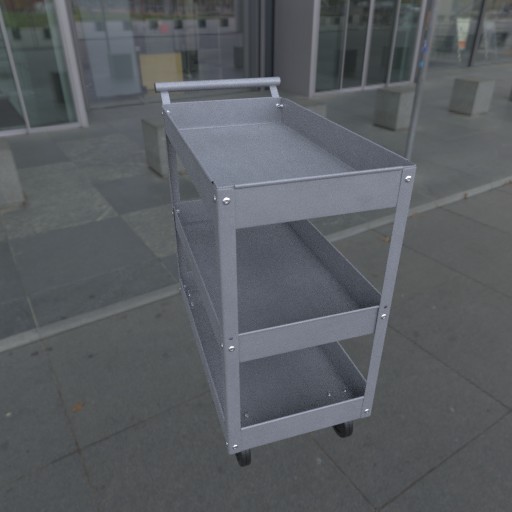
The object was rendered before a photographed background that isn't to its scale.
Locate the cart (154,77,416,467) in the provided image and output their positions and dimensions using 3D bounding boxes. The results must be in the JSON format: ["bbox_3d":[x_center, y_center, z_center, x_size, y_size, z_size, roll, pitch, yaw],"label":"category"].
[{"bbox_3d":[0.000,0.000,1.170,0.366,0.780,0.719,-9,31,-15],"label":"cart"}]
